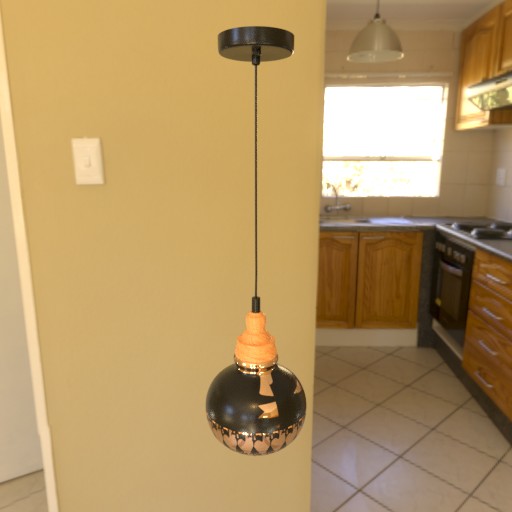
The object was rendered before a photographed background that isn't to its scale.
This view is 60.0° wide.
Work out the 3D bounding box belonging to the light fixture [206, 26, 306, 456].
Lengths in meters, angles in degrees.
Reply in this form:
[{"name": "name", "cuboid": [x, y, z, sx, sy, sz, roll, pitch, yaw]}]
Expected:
[{"name": "light fixture", "cuboid": [0.000, 0.000, 1.762, 0.430, 1.606, 0.430, -1, 12, -7]}]
